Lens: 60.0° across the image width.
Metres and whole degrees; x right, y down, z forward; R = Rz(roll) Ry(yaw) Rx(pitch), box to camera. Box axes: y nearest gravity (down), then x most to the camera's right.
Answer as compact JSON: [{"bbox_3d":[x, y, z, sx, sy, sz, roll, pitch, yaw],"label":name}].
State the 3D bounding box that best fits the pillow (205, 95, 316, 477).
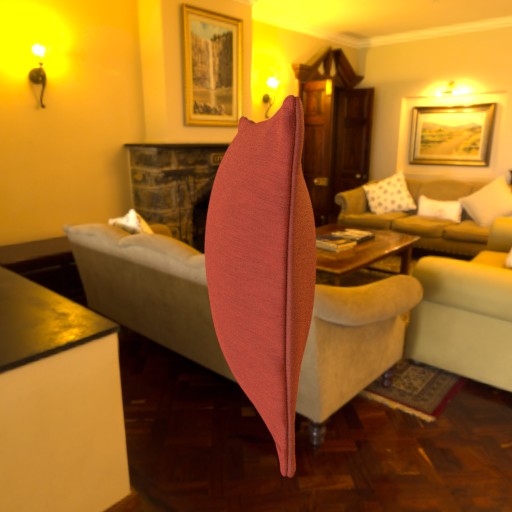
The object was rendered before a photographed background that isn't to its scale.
[{"bbox_3d":[0.000,0.000,0.657,0.151,0.416,0.435,-2,15,-8],"label":"pillow"}]
